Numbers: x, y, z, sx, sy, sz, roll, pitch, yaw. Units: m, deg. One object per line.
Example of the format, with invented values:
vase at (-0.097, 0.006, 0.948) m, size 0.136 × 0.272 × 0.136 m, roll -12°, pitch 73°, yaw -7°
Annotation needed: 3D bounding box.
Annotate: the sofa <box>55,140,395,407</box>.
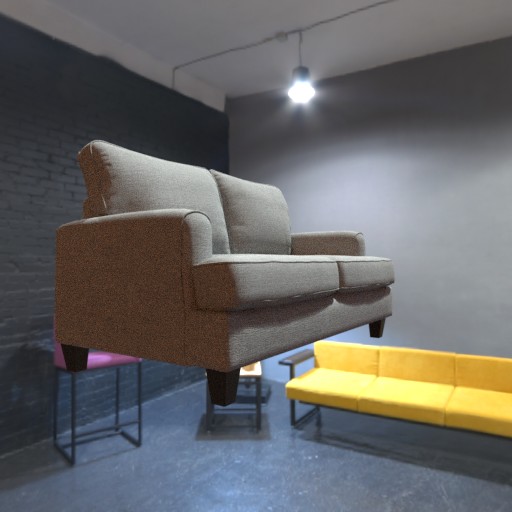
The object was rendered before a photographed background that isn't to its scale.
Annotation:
sofa at (0.000, 0.000, 2.253) m, size 0.965 × 0.965 × 1.651 m, roll 0°, pitch 0°, yaw 34°
